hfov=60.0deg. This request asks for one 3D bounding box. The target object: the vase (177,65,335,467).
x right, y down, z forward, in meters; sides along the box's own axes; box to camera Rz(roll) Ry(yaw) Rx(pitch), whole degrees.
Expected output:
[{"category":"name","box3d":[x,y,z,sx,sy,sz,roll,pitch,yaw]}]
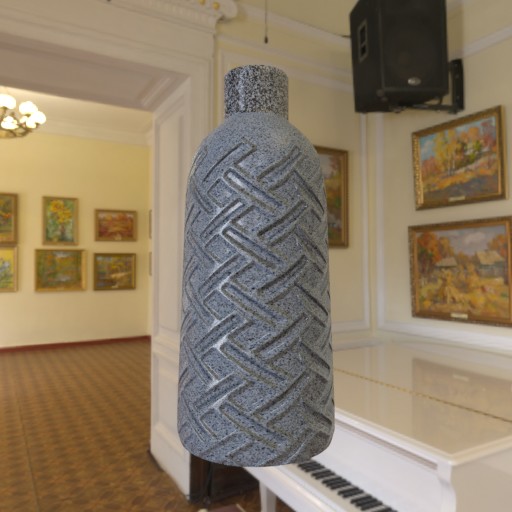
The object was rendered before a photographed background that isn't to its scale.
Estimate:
[{"category":"vase","box3d":[0.000,0.000,0.350,0.122,0.282,0.122,0,-1,0]}]
